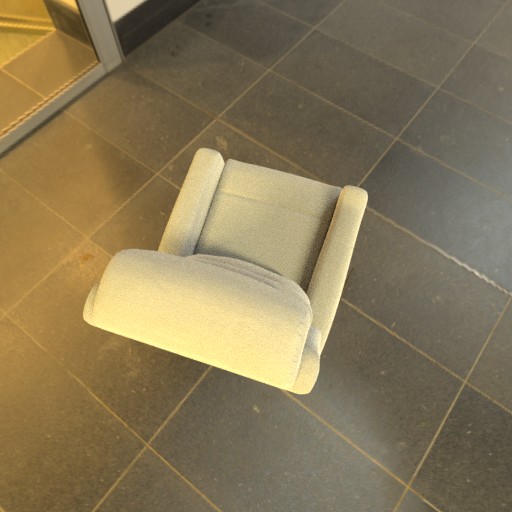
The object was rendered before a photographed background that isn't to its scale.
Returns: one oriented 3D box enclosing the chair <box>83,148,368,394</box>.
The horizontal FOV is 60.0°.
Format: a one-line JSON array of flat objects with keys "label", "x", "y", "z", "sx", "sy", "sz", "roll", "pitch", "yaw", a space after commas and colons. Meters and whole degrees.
[{"label": "chair", "x": 0.000, "y": 0.000, "z": 1.727, "sx": 0.798, "sy": 1.013, "sz": 1.043, "roll": 16, "pitch": 64, "yaw": 8}]
